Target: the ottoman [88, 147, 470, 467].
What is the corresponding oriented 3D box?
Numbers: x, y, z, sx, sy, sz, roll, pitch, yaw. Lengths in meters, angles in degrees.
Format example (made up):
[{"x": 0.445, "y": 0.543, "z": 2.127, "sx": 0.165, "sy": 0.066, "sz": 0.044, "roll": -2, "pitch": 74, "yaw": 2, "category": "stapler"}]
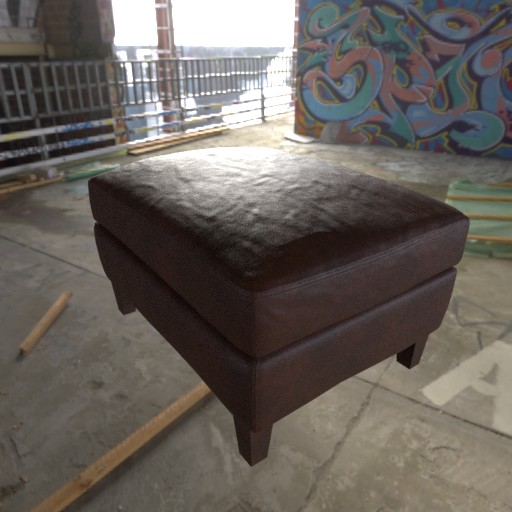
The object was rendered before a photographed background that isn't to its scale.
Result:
[{"x": 0.000, "y": 0.000, "z": 1.239, "sx": 0.659, "sy": 0.527, "sz": 0.887, "roll": -17, "pitch": 30, "yaw": -32, "category": "ottoman"}]
